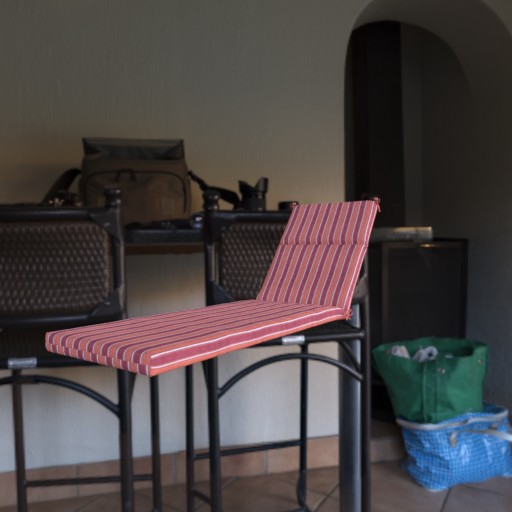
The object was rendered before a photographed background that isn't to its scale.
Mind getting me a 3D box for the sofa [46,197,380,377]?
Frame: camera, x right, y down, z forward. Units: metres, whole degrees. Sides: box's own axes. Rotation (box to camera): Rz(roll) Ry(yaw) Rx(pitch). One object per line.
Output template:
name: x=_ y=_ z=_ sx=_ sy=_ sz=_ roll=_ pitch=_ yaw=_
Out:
sofa: x=0.000 y=0.000 z=1.960 sx=0.582 sy=0.622 sz=1.663 roll=1 pitch=1 yaw=35
